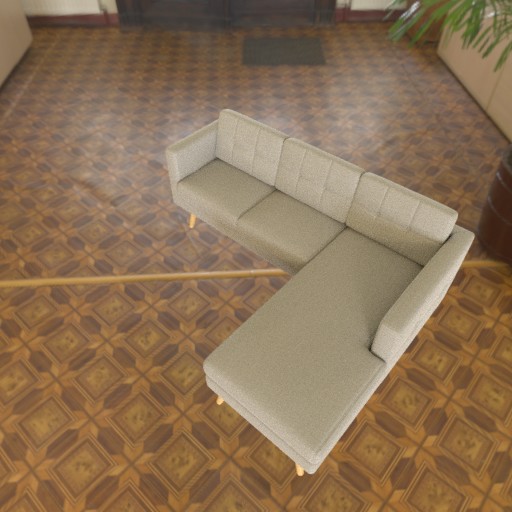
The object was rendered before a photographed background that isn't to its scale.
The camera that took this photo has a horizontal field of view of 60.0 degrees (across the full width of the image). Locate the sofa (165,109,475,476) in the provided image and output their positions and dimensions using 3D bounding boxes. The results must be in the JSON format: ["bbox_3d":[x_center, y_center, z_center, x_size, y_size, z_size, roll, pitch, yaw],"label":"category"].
[{"bbox_3d":[0.000,0.000,2.787,2.040,0.860,1.530,32,54,27],"label":"sofa"}]
